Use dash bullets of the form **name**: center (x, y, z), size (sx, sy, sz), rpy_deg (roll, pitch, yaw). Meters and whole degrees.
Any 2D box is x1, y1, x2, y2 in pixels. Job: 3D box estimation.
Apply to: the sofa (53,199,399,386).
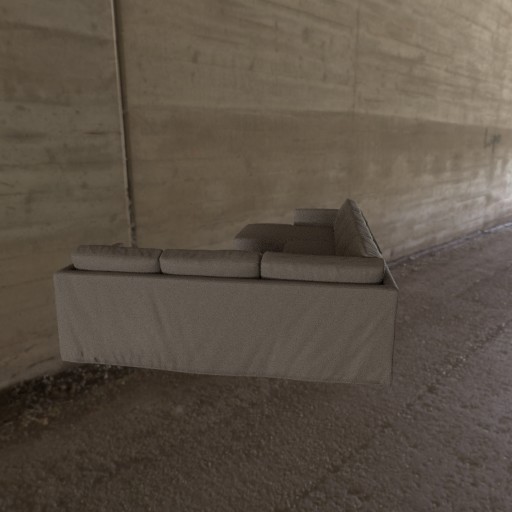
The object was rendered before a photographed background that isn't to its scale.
- **sofa**: center (0.000, 0.000, 4.710), size (2.476, 0.878, 3.528), rpy_deg (2, 15, 9)
